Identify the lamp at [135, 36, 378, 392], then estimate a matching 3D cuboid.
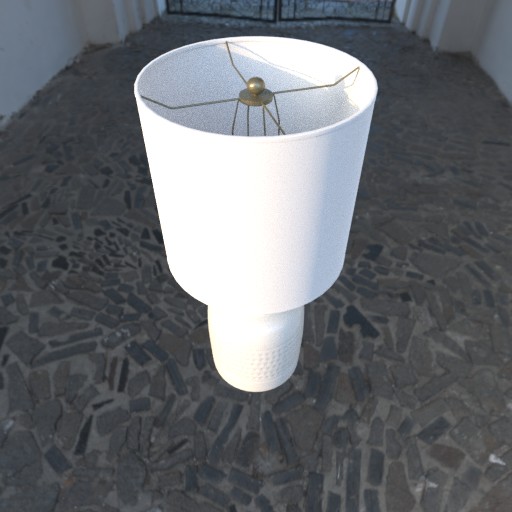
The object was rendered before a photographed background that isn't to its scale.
[{"bbox_3d":[0.000,0.000,0.485,0.188,0.392,0.188,15,46,15],"label":"lamp"}]
